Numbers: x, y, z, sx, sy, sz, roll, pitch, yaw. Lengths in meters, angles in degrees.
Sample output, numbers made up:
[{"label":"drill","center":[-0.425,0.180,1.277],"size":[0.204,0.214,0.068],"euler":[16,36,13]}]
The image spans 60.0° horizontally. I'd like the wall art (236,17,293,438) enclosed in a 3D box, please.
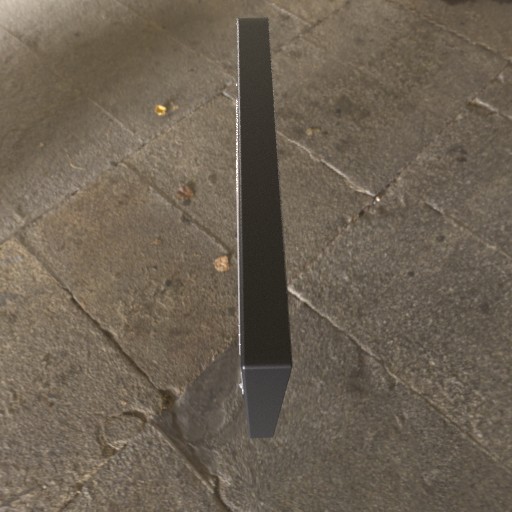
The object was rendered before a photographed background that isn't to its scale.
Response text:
[{"label":"wall art","center":[0.000,0.000,0.589],"size":[0.041,0.407,0.406],"euler":[-1,61,-1]}]
